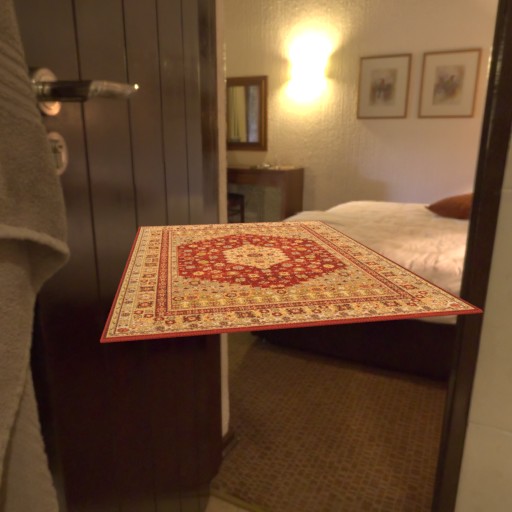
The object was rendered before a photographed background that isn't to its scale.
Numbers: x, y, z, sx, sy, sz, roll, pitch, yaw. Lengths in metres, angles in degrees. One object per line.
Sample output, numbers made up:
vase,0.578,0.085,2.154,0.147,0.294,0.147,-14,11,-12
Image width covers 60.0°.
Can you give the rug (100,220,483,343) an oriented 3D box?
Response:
rug,0.000,0.000,2.836,1.593,0.013,2.211,-3,15,-10
